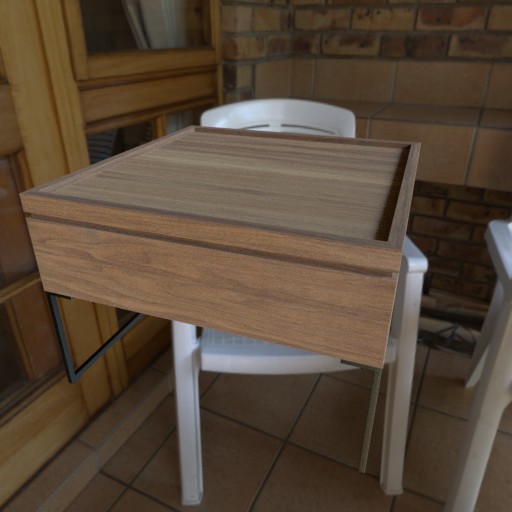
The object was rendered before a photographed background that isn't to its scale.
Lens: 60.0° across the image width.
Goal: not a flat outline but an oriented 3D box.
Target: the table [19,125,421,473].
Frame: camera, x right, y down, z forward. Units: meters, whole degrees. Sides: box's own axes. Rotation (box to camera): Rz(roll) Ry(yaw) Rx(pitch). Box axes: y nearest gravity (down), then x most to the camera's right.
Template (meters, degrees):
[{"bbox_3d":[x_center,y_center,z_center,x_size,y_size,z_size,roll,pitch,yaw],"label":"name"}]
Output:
[{"bbox_3d":[0.000,0.000,1.096,0.679,0.464,0.676,10,29,18],"label":"table"}]
